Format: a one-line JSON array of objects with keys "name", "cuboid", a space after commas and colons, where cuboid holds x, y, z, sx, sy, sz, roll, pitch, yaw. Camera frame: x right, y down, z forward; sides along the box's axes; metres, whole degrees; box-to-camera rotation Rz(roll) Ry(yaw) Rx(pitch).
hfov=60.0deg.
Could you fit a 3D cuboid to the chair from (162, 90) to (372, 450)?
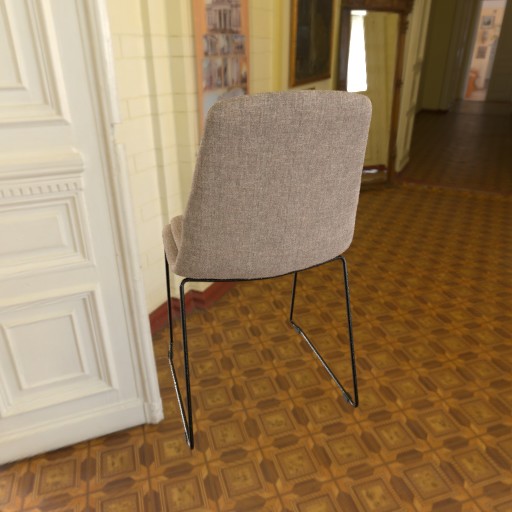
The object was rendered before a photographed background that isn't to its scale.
[{"name": "chair", "cuboid": [0.000, 0.000, 1.156, 0.479, 0.858, 0.518, -8, 27, -16]}]
